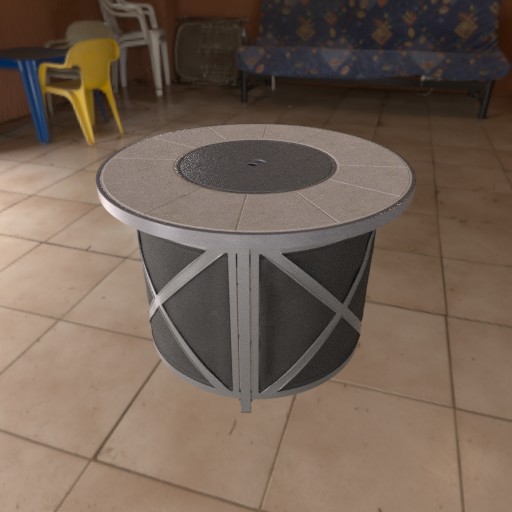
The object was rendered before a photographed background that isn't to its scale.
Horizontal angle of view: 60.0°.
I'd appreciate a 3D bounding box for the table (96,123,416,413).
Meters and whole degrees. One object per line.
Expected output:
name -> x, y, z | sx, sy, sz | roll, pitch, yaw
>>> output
table -> 0.000, 0.000, 1.489 | 0.914, 0.650, 0.914 | 0, 31, 0
